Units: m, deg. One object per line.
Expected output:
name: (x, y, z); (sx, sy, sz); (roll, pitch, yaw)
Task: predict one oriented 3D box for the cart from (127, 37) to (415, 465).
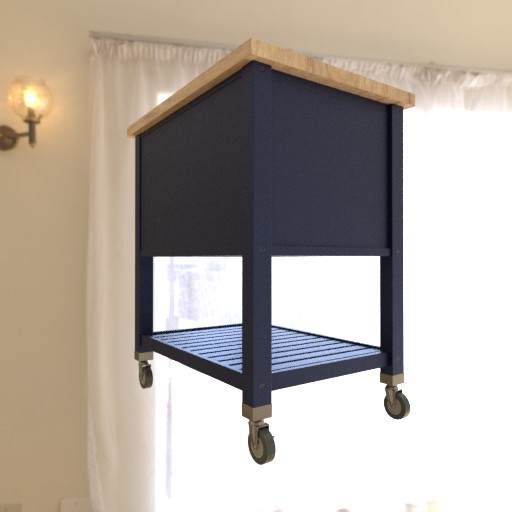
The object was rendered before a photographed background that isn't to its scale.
cart: (0.000, 0.000, 1.416); (0.567, 0.920, 0.797); (0, -1, -35)
